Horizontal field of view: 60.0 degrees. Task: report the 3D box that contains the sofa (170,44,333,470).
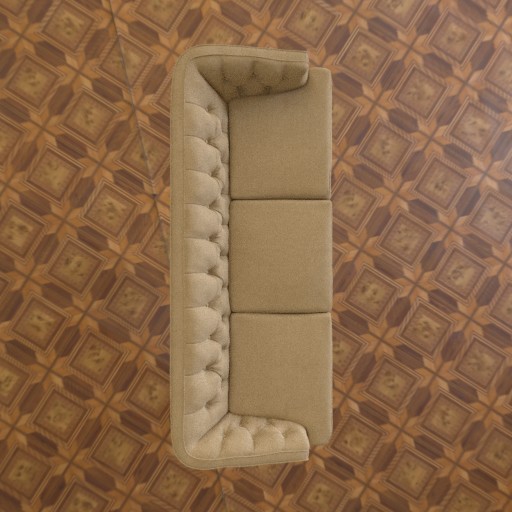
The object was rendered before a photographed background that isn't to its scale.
[{"bbox_3d":[0.000,0.000,2.656,0.913,0.788,2.235,0,90,-1],"label":"sofa"}]
